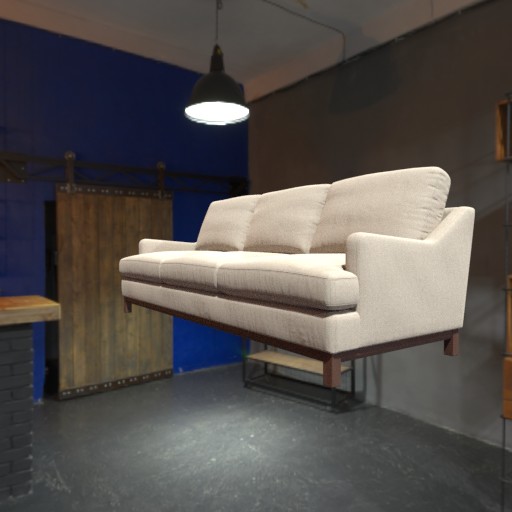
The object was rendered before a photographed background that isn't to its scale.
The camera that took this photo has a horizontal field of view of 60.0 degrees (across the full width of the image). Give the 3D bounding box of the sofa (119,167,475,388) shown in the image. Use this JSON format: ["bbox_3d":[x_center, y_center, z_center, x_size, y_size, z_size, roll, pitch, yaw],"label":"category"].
[{"bbox_3d":[0.000,0.000,2.805,1.000,0.913,2.321,-1,2,-35],"label":"sofa"}]
